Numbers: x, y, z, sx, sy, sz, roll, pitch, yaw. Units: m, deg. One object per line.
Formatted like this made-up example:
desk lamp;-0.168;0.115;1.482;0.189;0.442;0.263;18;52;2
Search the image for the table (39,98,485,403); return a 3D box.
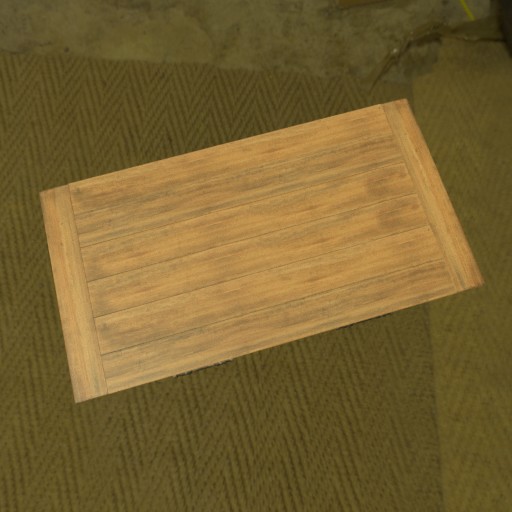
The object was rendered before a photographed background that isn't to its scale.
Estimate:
table;0.000;0.000;1.632;1.270;0.494;0.693;-15;76;-4
